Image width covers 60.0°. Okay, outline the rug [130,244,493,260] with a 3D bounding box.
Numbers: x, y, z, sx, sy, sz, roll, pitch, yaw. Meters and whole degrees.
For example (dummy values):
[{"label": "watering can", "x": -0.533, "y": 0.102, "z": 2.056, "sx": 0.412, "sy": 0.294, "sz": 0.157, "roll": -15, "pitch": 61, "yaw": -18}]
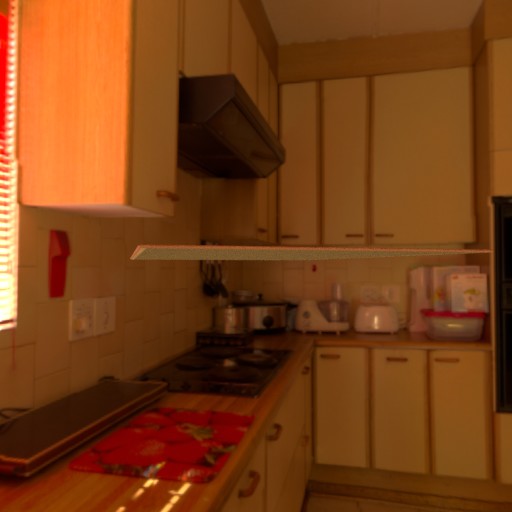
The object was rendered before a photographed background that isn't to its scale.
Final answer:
[{"label": "rug", "x": 0.000, "y": 0.000, "z": 2.271, "sx": 1.219, "sy": 0.010, "sz": 1.829, "roll": 0, "pitch": -2, "yaw": -16}]
